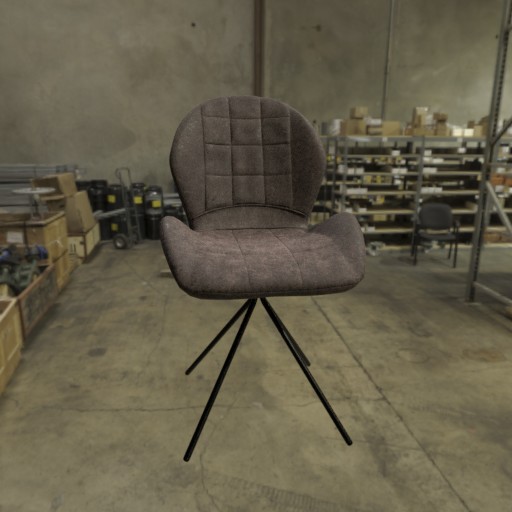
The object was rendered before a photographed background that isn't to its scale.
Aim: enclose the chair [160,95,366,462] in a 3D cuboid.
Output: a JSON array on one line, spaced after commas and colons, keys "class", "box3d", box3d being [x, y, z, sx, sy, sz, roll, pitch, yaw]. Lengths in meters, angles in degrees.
[{"class": "chair", "box3d": [0.000, 0.000, 1.291, 0.527, 0.934, 0.640, -2, 15, -8]}]
